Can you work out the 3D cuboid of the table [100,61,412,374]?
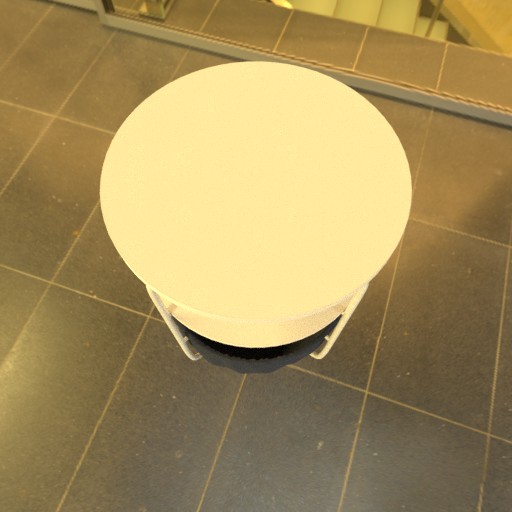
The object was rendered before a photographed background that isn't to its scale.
[{"bbox_3d":[0.000,0.000,0.840,0.418,0.532,0.418,0,64,0],"label":"table"}]
